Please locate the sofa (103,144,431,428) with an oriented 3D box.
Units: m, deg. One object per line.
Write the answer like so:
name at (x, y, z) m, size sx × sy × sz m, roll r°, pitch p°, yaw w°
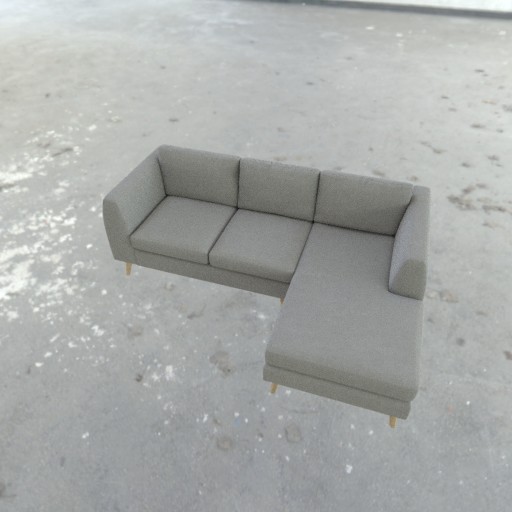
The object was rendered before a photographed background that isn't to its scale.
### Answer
sofa at (0.000, 0.000, 3.123) m, size 2.300 × 0.860 × 1.580 m, roll 12°, pitch 42°, yaw 14°
